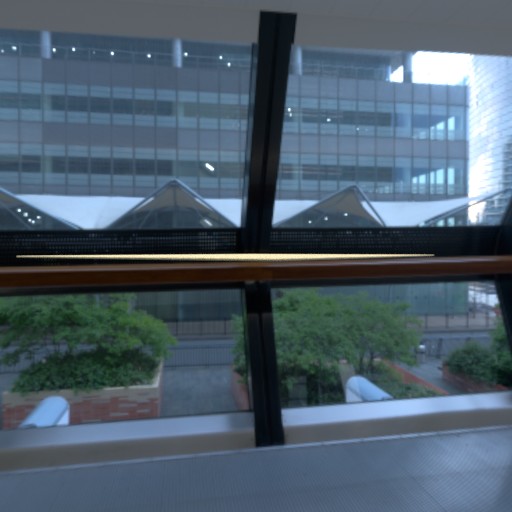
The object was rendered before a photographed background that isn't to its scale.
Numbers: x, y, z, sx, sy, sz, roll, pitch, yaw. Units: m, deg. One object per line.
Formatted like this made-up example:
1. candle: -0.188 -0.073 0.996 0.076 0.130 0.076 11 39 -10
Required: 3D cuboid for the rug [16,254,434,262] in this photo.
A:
1. rug: 0.000 0.000 4.158 2.452 0.016 3.204 0 1 35
